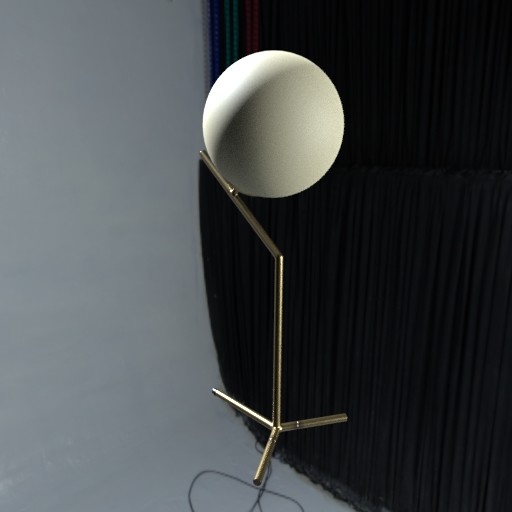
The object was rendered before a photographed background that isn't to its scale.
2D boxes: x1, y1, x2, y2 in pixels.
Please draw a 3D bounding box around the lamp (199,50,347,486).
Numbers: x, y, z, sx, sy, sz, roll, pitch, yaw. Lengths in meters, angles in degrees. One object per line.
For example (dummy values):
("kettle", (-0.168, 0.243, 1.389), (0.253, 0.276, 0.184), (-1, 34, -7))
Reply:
("lamp", (0.000, 0.000, 0.659), (0.210, 0.552, 0.251), (-14, 19, -43))
